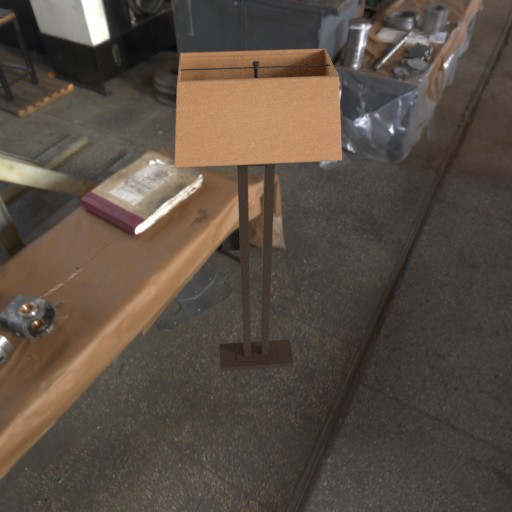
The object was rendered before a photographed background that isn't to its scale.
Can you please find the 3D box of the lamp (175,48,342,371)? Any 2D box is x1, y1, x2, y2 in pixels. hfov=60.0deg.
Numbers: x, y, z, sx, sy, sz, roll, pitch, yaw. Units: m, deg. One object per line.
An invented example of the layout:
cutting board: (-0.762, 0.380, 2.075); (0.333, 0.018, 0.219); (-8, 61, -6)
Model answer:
lamp: (0.000, 0.000, 1.693); (0.475, 1.469, 0.233); (-3, 46, -3)
